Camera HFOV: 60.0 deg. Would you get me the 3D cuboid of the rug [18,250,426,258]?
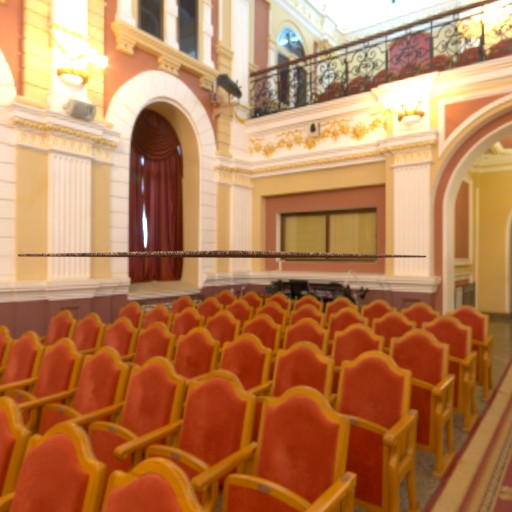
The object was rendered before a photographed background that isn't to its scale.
[{"bbox_3d":[0.000,0.000,2.248,1.189,0.011,1.808,0,-1,37],"label":"rug"}]
